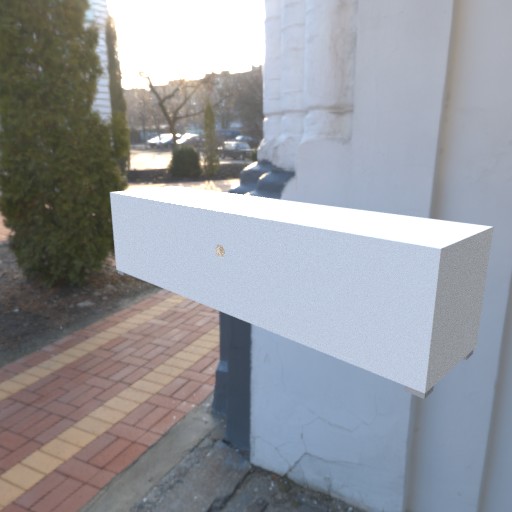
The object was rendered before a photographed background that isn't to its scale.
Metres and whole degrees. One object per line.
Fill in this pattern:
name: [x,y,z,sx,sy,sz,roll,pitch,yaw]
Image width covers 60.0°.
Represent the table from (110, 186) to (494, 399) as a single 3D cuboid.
table: [0.000,0.000,1.830,1.650,0.420,0.390,14,21,43]
